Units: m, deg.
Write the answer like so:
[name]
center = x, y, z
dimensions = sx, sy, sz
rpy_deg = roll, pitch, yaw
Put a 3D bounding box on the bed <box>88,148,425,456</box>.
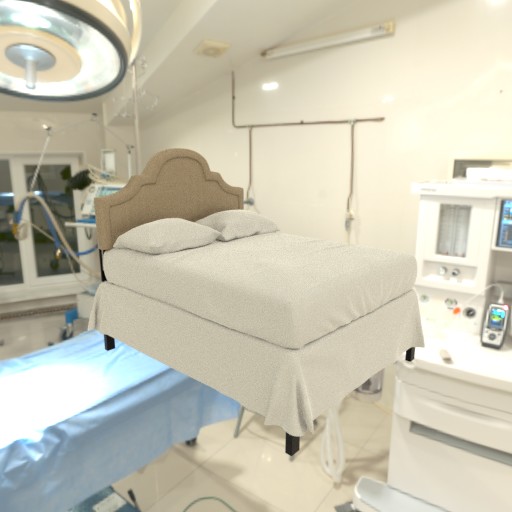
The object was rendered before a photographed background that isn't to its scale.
[bed]
center = 0.000, 0.000, 3.434
dimensions = 2.222, 1.634, 1.780
rpy_deg = 12, 18, 41
